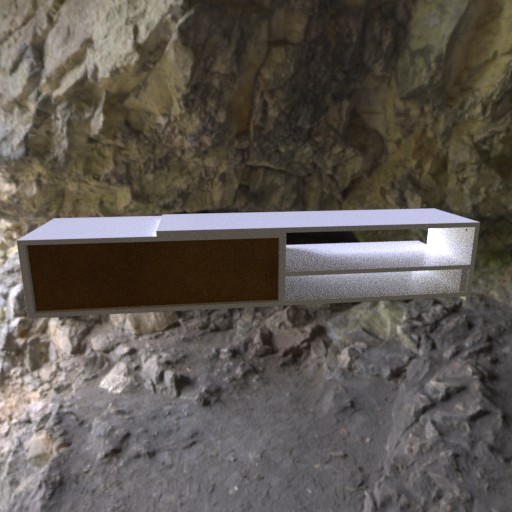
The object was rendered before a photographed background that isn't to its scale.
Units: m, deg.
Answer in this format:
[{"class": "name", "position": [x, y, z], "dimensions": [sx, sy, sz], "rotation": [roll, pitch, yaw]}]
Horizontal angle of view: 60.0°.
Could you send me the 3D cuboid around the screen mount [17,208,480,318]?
[{"class": "screen mount", "position": [0.000, 0.000, 1.834], "dimensions": [1.680, 0.320, 0.420], "rotation": [-2, 15, -7]}]
